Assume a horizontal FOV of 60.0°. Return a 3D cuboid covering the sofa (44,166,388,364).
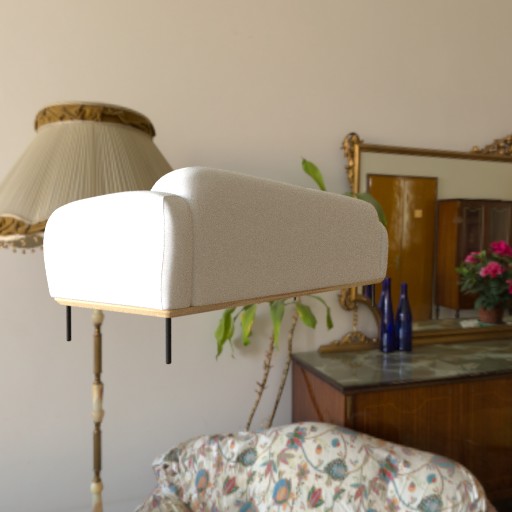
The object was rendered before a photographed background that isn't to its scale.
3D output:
[{"bbox_3d":[0.000,0.000,2.680,0.880,0.780,2.257,1,1,37],"label":"sofa"}]
